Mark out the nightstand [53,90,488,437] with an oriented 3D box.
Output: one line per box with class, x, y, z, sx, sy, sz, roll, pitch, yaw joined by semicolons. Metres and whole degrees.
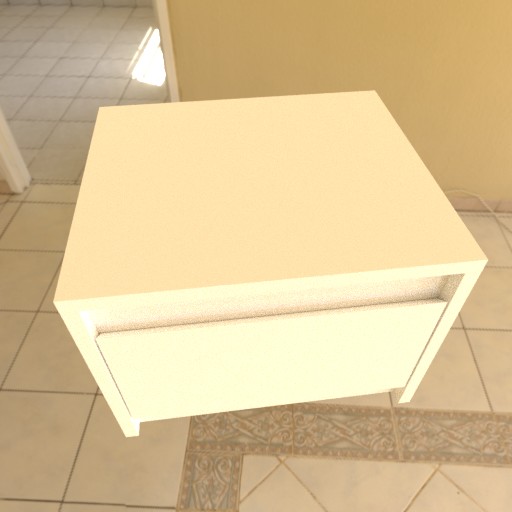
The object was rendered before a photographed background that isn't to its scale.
nightstand;0.000;0.000;0.740;0.470;0.351;0.408;-5;47;-5
